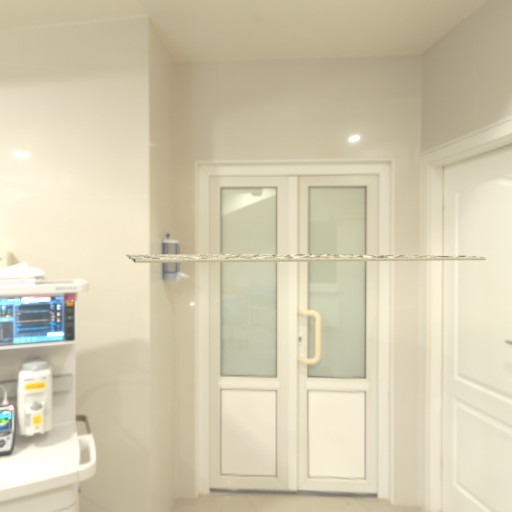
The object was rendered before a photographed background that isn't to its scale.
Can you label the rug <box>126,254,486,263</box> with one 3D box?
[{"bbox_3d":[0.000,0.000,4.386,2.444,0.036,3.369,0,1,-17],"label":"rug"}]
